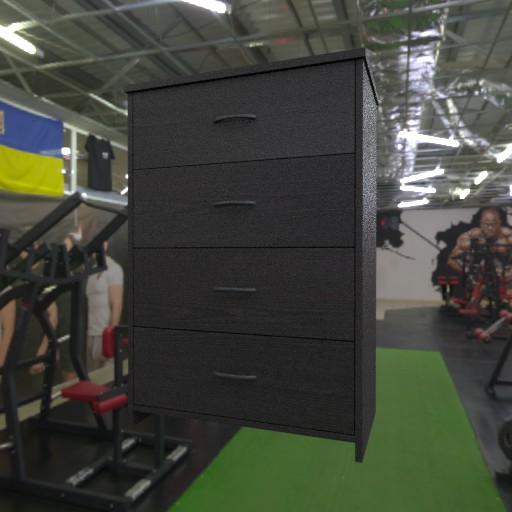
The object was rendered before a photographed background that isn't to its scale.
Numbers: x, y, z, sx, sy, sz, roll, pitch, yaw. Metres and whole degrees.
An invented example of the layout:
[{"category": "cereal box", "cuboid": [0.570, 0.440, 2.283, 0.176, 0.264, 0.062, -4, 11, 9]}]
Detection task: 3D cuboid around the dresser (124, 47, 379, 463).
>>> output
[{"category": "dresser", "cuboid": [0.000, 0.000, 1.378, 0.704, 1.020, 0.399, 0, 1, 20]}]
